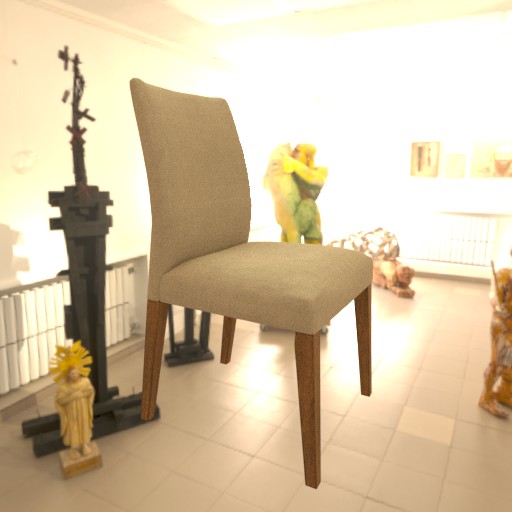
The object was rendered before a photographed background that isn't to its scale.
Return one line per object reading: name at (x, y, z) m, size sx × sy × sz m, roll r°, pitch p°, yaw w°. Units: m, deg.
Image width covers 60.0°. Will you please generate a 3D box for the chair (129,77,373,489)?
chair at (0.000, 0.000, 1.267) m, size 0.585 × 0.940 × 0.496 m, roll 6°, pitch 13°, yaw 28°
